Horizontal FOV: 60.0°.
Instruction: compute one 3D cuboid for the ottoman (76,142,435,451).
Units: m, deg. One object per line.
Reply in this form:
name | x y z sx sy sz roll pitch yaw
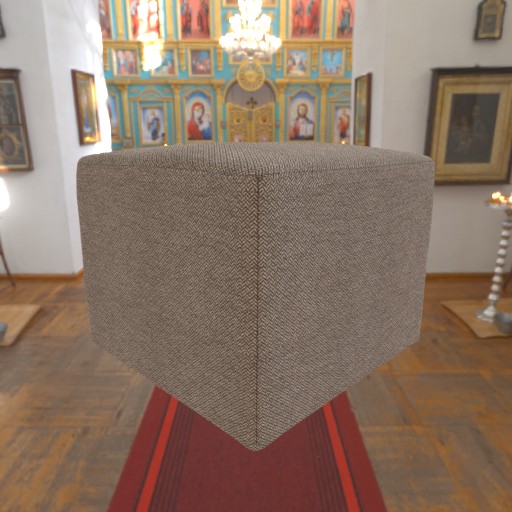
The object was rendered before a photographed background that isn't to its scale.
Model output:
ottoman | 0.000 0.000 0.909 0.512 0.453 0.519 14 20 43
